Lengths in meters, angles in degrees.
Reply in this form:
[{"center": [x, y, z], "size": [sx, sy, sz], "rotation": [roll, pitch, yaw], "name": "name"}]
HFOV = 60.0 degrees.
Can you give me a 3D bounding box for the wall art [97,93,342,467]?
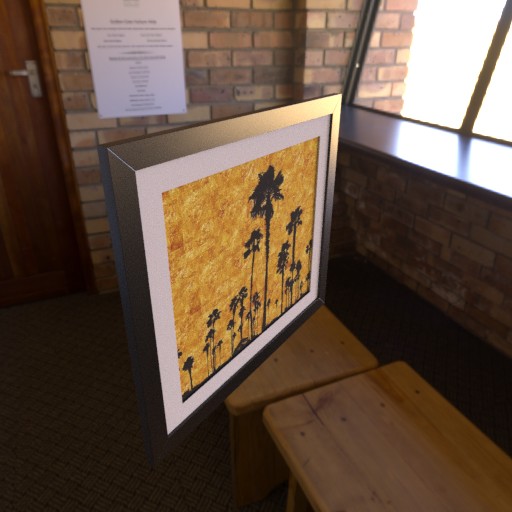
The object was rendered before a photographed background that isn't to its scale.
[{"center": [0.000, 0.000, 0.529], "size": [0.012, 0.332, 0.383], "rotation": [17, 32, 31], "name": "wall art"}]
